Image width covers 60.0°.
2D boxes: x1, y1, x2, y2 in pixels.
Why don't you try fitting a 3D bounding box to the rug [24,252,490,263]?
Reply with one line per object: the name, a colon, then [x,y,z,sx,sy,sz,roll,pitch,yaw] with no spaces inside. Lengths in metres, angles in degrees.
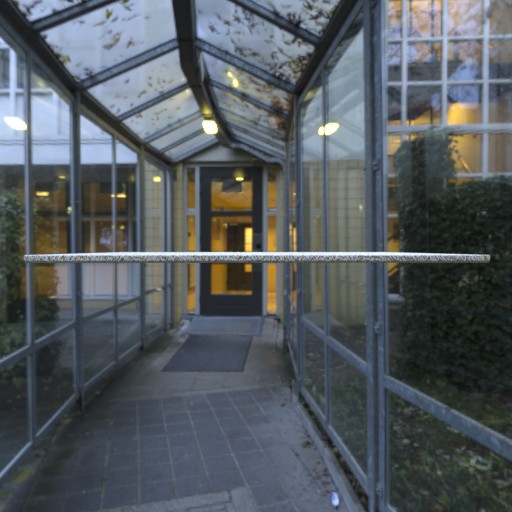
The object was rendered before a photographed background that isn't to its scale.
rug: [0.000,0.000,2.103,1.600,0.027,1.200,0,1,-1]
